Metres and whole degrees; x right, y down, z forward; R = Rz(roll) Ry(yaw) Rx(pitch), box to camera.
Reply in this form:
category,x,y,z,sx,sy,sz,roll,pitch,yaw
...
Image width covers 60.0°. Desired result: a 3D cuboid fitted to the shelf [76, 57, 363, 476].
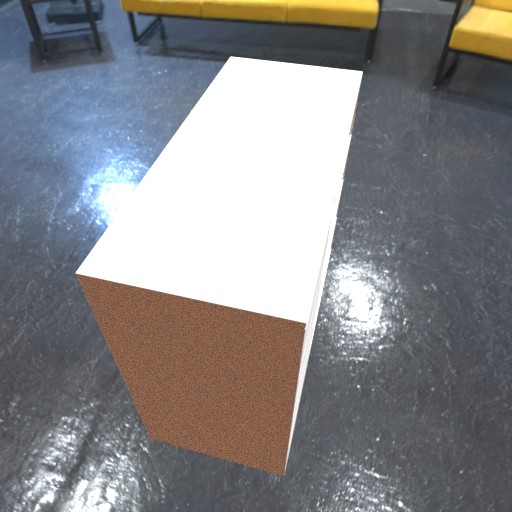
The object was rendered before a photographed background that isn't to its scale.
category,x,y,z,sx,sy,sz,roll,pitch,yaw
shelf,0.000,0.000,1.275,0.396,0.732,0.895,11,48,10
